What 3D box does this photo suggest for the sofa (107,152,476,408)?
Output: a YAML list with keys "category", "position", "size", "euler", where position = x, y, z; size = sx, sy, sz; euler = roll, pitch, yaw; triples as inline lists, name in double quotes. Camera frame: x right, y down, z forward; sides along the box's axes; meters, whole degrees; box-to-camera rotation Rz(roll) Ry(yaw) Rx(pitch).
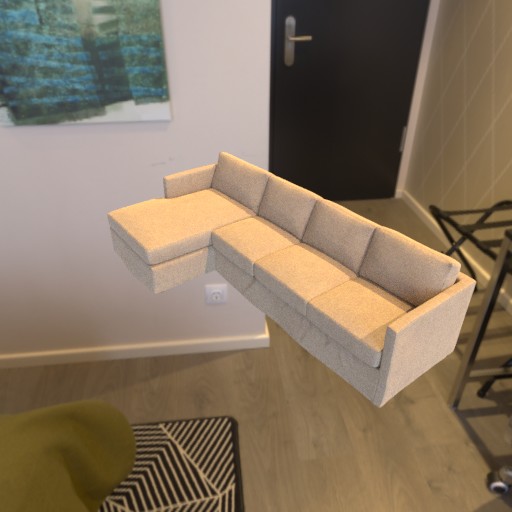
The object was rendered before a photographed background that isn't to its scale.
- category: "sofa"
  position: [0.000, 0.000, 4.021]
  size: [1.638, 0.920, 3.198]
  euler: [-22, 38, -31]
